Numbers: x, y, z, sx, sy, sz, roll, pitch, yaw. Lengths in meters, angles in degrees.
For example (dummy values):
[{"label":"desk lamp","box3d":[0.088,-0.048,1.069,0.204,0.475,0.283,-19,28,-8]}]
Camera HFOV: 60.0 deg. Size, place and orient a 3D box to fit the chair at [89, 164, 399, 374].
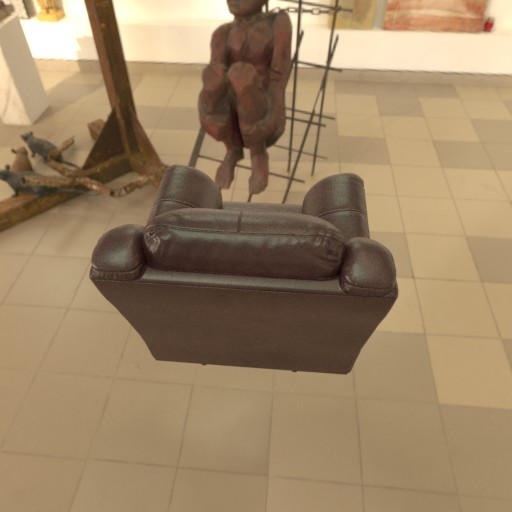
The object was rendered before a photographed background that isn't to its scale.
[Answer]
[{"label":"chair","box3d":[0.000,0.000,1.920,0.990,1.093,1.041,3,46,3]}]
